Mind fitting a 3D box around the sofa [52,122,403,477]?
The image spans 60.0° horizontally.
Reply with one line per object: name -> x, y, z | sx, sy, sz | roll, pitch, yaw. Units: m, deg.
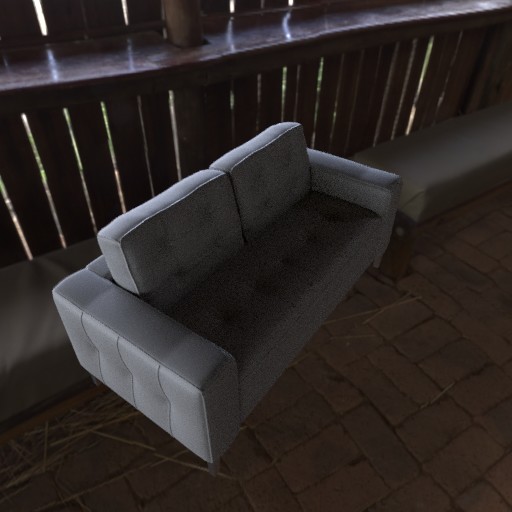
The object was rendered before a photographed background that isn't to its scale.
sofa -> 0.000, 0.000, 2.228 | 0.833, 0.892, 1.726 | 25, 46, 27
